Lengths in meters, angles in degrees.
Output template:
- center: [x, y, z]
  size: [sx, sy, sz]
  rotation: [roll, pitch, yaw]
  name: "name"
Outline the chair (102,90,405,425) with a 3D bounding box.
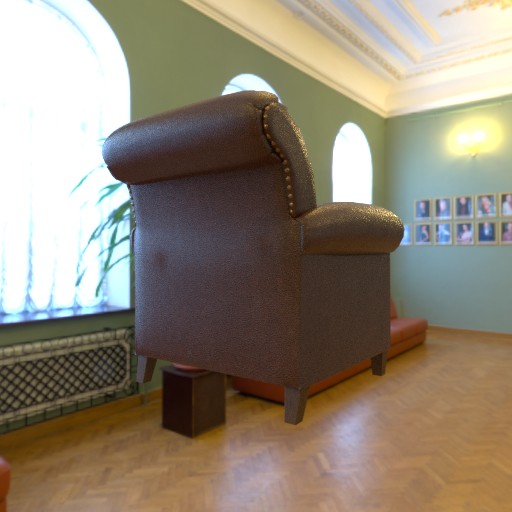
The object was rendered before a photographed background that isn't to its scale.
- center: [0.000, 0.000, 1.640]
  size: [0.854, 0.927, 0.890]
  rotation: [0, 0, 37]
  name: "chair"
